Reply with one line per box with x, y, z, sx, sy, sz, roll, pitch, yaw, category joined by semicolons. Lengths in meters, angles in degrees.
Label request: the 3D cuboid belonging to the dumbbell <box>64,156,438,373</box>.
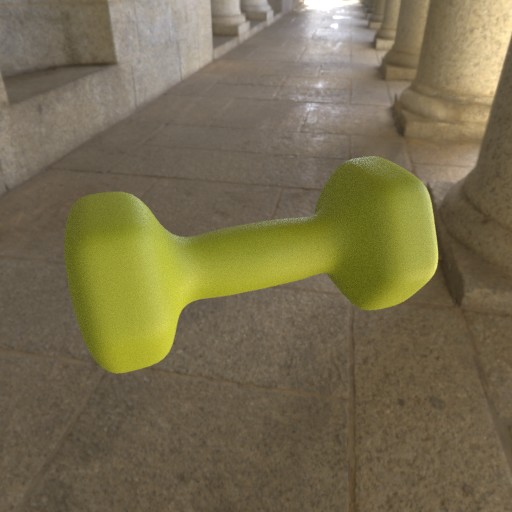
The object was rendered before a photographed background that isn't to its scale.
0.000;0.000;0.210;0.164;0.072;0.080;-11;34;-16;dumbbell
